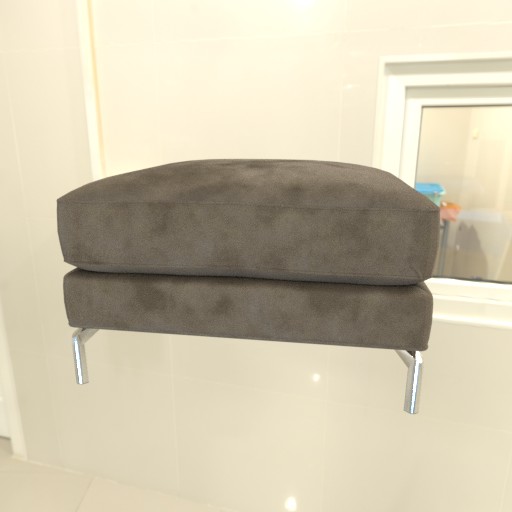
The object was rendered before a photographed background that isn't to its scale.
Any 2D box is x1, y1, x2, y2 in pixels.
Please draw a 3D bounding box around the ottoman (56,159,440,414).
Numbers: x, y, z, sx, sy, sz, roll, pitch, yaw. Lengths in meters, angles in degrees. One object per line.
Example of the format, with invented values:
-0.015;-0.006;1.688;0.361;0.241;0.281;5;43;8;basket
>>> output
0.000;0.000;1.073;0.719;0.456;0.520;2;16;8;ottoman
